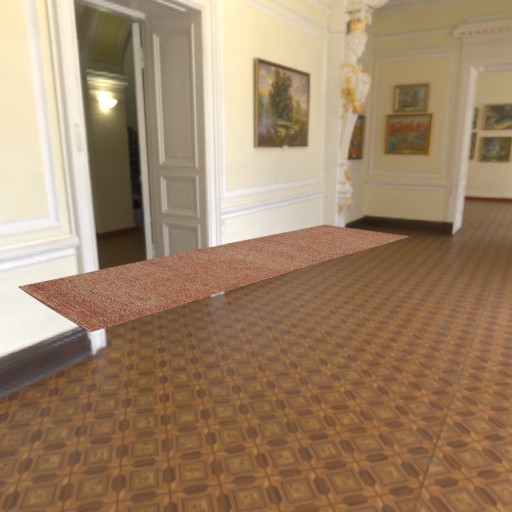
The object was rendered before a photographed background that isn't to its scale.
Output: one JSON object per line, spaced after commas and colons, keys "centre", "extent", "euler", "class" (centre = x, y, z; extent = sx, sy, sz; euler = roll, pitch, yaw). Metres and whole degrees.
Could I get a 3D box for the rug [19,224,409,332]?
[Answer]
{"centre": [0.000, 0.000, 2.574], "extent": [0.718, 0.013, 2.353], "euler": [13, 19, 43], "class": "rug"}
